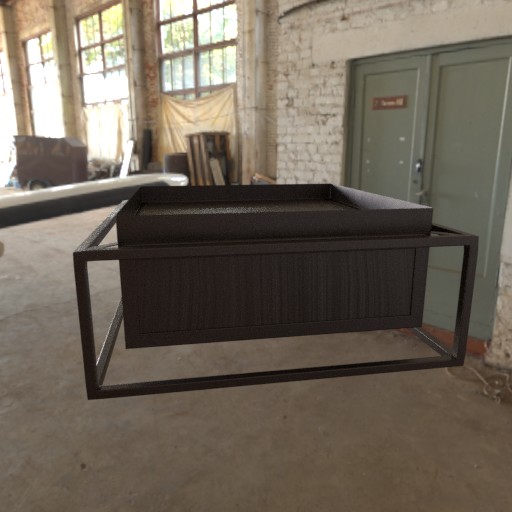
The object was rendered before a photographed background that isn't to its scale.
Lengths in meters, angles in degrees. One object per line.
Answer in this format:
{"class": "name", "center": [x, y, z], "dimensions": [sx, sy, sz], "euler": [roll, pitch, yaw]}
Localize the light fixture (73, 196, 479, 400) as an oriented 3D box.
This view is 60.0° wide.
{"class": "light fixture", "center": [0.000, 0.000, 0.695], "dimensions": [0.441, 0.191, 0.441], "euler": [-2, 14, -10]}
